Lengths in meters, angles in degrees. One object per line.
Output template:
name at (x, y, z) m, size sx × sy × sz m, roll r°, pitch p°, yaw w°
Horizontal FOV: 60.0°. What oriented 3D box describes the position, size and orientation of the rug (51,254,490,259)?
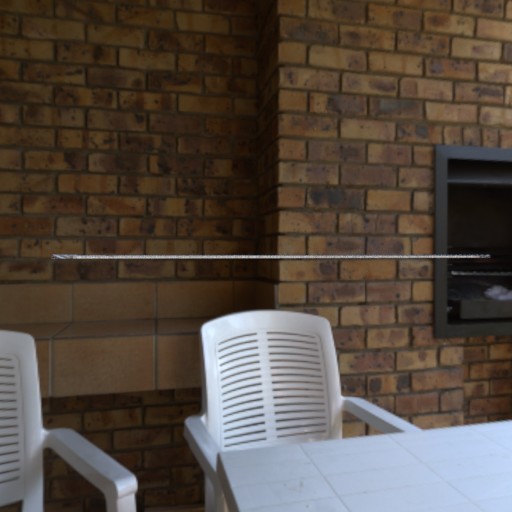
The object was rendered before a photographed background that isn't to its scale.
rug at (0.000, 0.000, 2.951) m, size 2.312 × 0.017 × 1.613 m, roll 0°, pitch 0°, yaw -19°
